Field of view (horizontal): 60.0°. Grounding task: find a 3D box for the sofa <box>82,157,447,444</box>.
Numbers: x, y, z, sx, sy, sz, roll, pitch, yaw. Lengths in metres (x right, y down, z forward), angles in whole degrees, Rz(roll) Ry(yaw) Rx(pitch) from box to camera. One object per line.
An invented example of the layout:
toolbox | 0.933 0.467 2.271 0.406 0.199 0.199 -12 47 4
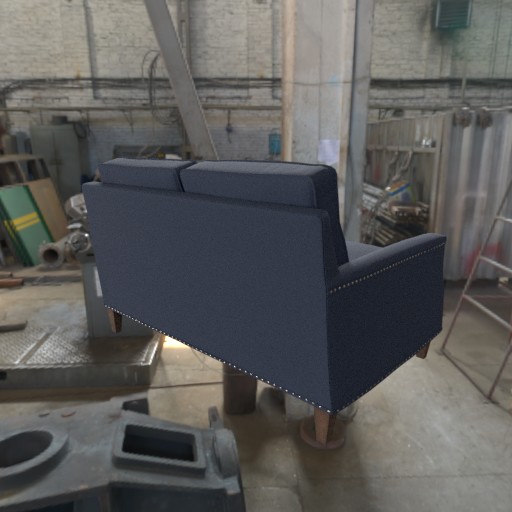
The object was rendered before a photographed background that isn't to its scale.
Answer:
sofa | 0.000 0.000 2.278 1.597 1.003 1.084 13 20 41
